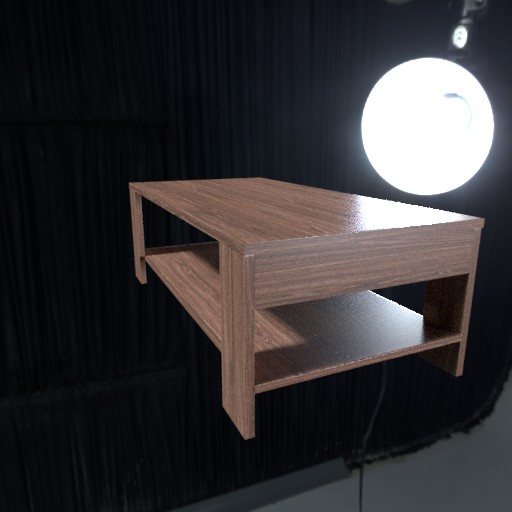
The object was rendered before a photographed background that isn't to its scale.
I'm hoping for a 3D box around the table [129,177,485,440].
[{"bbox_3d":[0.000,0.000,1.471,0.600,0.400,1.200,-7,16,-24],"label":"table"}]
